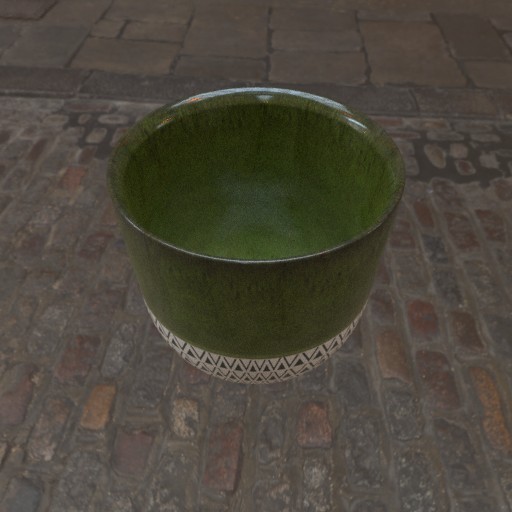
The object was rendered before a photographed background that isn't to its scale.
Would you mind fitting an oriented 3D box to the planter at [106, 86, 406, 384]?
[{"bbox_3d":[0.000,0.000,0.501,0.266,0.270,0.266,0,47,0],"label":"planter"}]
